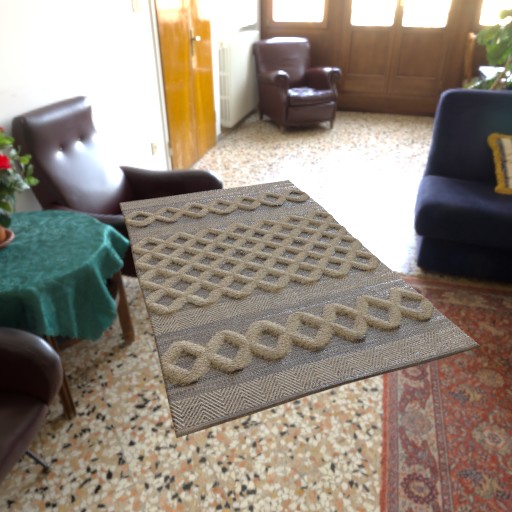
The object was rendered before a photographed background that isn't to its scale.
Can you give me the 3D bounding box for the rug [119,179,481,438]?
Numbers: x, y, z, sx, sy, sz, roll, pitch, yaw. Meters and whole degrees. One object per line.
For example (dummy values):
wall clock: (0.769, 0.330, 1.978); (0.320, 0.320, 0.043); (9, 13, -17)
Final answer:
rug: (0.000, 0.000, 2.883); (1.513, 0.033, 2.333); (-11, 33, -17)
